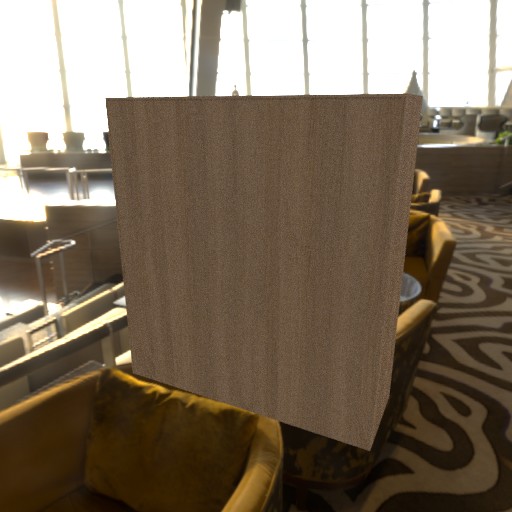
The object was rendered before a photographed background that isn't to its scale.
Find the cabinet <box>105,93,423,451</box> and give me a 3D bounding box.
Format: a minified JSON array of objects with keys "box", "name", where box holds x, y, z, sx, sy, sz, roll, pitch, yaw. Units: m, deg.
[{"box":[0.000,0.000,3.045,1.870,2.060,0.620,9,21,25],"name":"cabinet"}]
